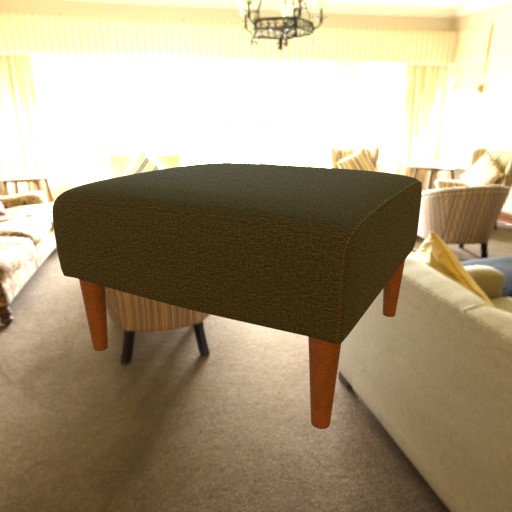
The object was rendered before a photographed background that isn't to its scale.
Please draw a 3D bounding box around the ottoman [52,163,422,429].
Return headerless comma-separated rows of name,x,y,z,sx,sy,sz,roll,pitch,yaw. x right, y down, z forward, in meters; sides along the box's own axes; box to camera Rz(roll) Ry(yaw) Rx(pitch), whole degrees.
ottoman,0.000,0.000,1.075,0.650,0.398,0.649,10,20,28
